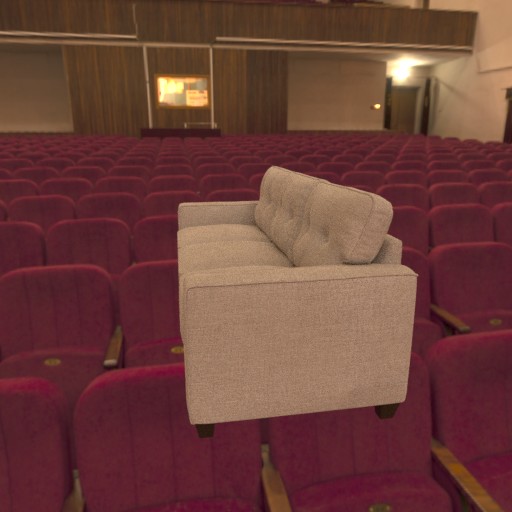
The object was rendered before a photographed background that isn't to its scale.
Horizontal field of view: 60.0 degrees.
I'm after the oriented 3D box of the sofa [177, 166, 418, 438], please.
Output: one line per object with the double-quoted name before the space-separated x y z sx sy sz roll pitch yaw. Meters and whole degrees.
"sofa" 0.000 0.000 2.694 0.939 0.965 2.133 -3 15 -10
